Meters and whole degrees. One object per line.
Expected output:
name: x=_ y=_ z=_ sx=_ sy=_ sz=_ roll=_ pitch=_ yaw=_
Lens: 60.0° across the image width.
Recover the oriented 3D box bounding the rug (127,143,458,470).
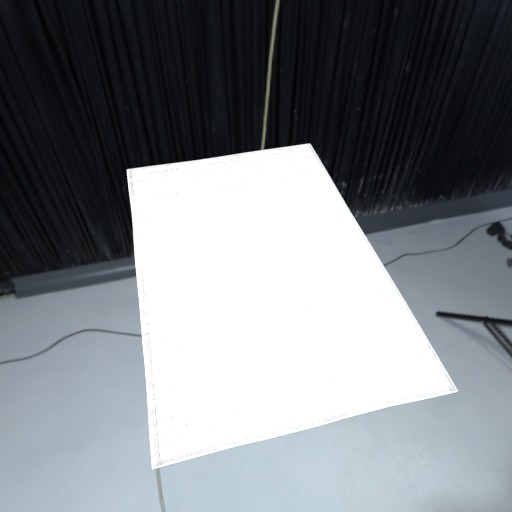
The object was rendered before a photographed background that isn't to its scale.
rug: x=0.000 y=0.000 z=3.411 sx=1.819 sy=0.018 sz=2.746 roll=-10 pitch=48 yaw=-10
